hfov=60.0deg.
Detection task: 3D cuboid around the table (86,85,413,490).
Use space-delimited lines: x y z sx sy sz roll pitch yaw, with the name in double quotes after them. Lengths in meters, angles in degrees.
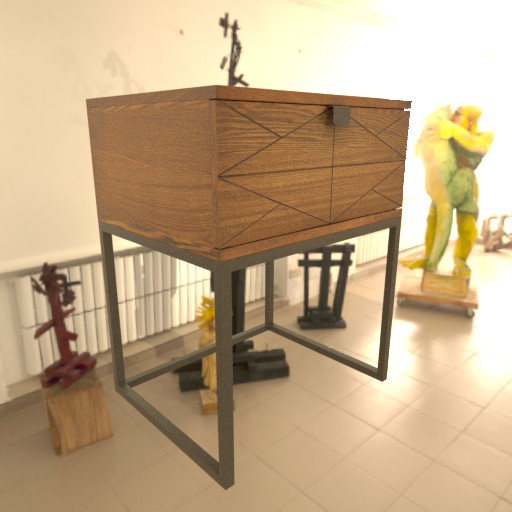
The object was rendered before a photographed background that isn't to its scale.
0.000 0.000 0.915 0.482 0.610 0.400 -15 22 -41 "table"
